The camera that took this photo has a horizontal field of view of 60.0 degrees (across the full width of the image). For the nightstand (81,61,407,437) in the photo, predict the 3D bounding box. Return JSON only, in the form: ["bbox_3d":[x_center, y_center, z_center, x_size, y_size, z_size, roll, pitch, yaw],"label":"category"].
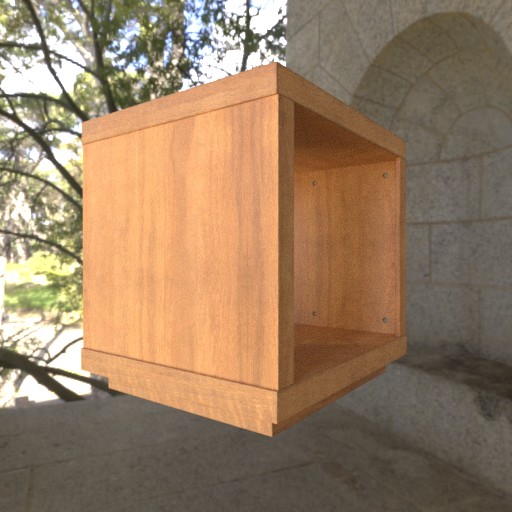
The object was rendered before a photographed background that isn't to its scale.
[{"bbox_3d":[0.000,0.000,0.879,0.436,0.491,0.493,0,0,37],"label":"nightstand"}]
